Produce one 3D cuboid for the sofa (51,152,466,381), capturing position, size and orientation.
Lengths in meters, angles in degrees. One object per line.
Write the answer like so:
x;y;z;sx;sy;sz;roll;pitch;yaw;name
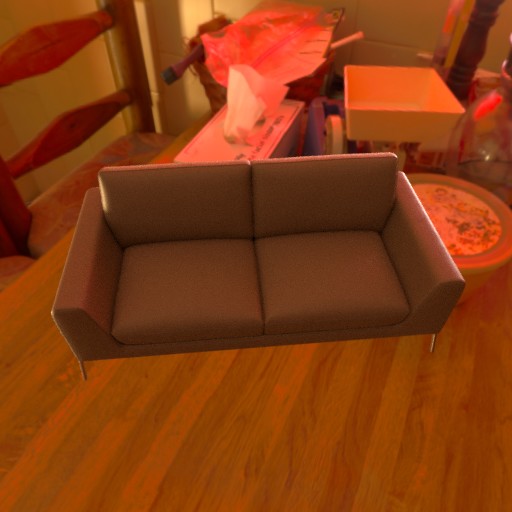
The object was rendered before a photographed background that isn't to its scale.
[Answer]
0.000;0.000;2.551;2.017;0.875;0.953;-4;45;-4;sofa
